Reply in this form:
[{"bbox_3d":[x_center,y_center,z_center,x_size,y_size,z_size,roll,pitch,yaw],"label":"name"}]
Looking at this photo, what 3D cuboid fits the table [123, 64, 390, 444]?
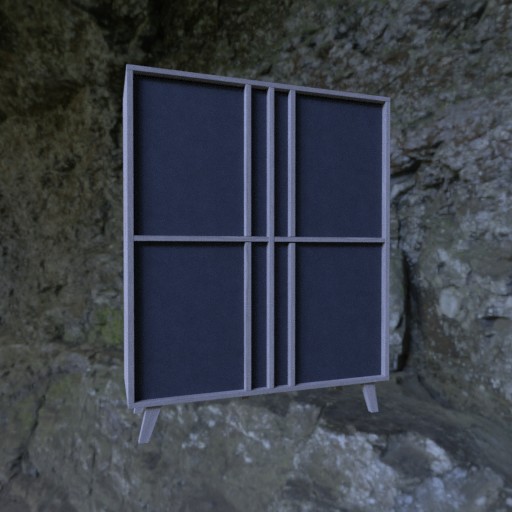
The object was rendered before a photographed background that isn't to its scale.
[{"bbox_3d":[0.000,0.000,1.965,1.111,1.388,0.398,0,1,-18],"label":"table"}]
